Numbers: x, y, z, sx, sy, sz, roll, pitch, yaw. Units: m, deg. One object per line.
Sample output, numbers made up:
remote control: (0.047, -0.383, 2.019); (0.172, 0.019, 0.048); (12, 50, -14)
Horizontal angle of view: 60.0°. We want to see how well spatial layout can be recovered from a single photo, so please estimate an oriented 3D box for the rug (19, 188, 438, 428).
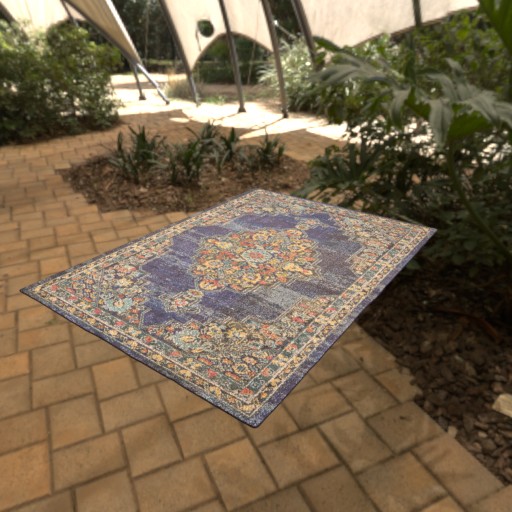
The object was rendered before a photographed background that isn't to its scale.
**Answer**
rug: (0.000, 0.000, 2.816); (1.630, 0.009, 2.232); (18, 32, 32)
